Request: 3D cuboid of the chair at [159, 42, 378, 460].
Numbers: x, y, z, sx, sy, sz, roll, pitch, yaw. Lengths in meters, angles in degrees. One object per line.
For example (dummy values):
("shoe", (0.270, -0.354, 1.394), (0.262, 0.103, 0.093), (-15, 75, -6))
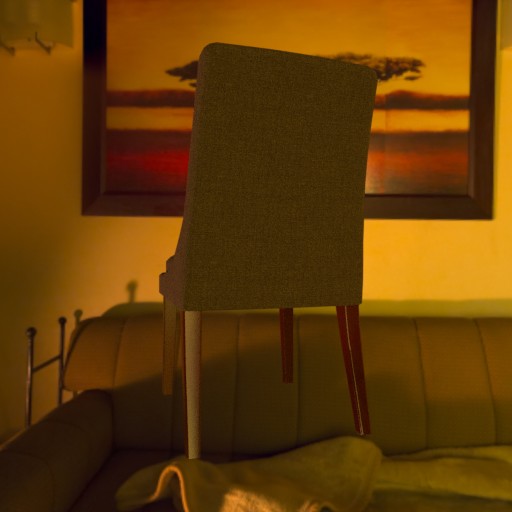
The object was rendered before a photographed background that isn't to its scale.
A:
("chair", (0.000, 0.000, 1.333), (0.508, 0.952, 0.655), (0, -1, -18))
